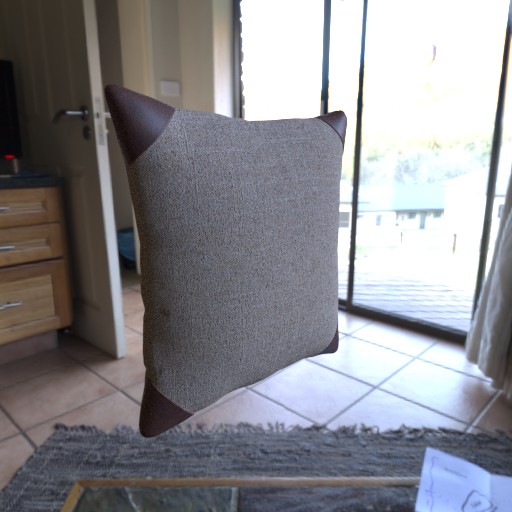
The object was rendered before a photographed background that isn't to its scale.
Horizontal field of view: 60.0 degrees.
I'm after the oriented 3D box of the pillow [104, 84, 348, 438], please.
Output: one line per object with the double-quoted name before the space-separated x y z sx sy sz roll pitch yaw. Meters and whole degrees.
"pillow" 0.000 0.000 0.668 0.437 0.448 0.147 -12 18 -43
